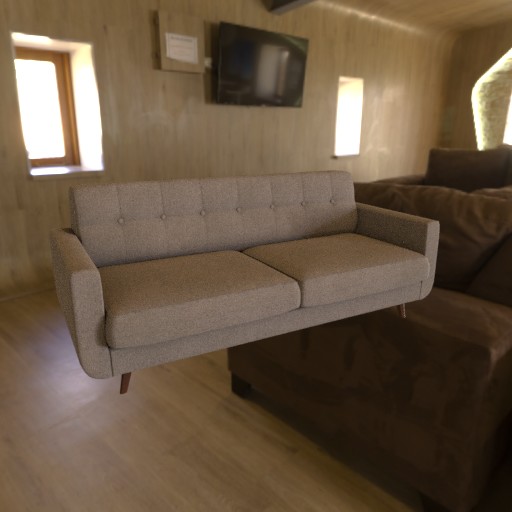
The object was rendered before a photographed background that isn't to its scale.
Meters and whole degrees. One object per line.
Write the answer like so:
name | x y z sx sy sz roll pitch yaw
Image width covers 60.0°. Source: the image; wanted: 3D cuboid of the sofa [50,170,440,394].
sofa | 0.000 0.000 2.491 2.029 0.841 0.909 -9 18 -28
